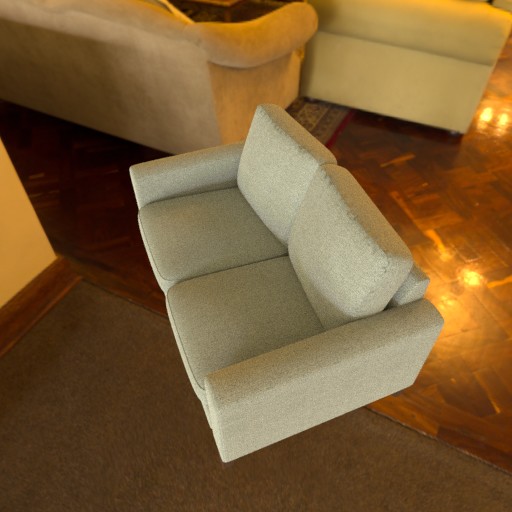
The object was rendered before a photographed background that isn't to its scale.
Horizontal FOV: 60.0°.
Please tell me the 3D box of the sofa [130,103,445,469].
[{"bbox_3d":[0.000,0.000,2.050,0.917,0.873,1.420,-16,49,-15],"label":"sofa"}]
